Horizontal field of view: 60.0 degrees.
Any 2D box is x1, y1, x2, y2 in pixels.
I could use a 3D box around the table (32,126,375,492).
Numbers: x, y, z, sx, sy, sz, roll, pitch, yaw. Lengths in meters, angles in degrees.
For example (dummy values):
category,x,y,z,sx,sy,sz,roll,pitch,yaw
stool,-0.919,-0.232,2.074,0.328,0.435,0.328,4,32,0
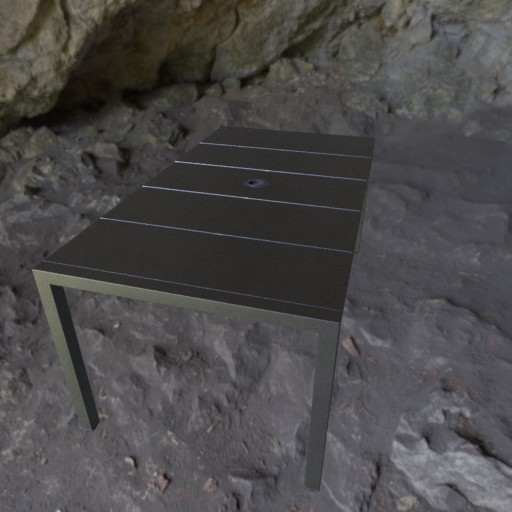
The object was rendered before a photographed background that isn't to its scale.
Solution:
category,x,y,z,sx,sy,sz,roll,pitch,yaw
table,0.000,0.000,2.092,0.914,0.735,1.680,8,32,14
